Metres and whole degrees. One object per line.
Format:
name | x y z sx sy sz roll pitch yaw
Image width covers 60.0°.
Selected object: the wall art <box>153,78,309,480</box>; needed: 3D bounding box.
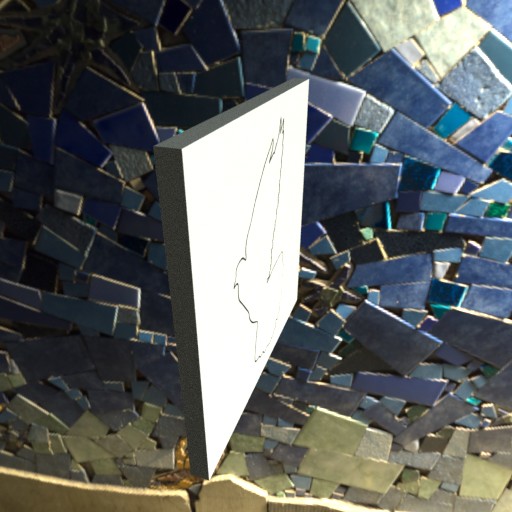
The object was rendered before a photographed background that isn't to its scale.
wall art | 0.000 0.000 0.914 0.038 0.610 0.610 10 31 17
